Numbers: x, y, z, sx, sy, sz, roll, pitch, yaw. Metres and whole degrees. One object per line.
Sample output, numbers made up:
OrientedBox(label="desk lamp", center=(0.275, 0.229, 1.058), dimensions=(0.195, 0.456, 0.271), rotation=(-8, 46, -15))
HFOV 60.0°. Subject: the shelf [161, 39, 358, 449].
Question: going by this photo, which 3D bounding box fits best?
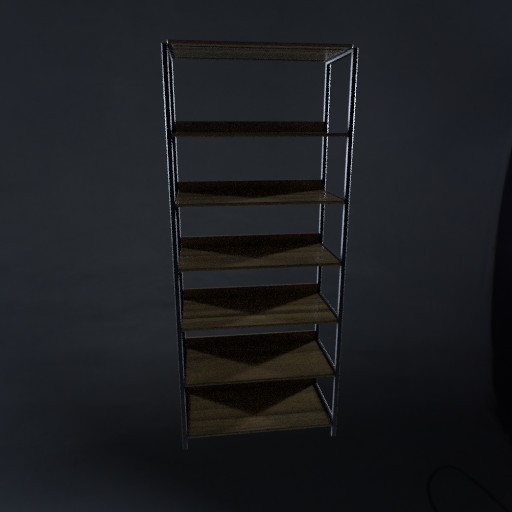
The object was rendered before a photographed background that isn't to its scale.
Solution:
OrientedBox(label="shelf", center=(0.000, 0.000, 2.368), dimensions=(0.847, 2.015, 0.431), rotation=(-2, 16, -7))
